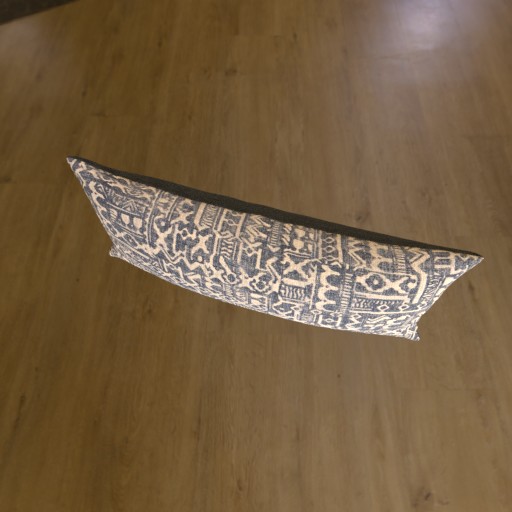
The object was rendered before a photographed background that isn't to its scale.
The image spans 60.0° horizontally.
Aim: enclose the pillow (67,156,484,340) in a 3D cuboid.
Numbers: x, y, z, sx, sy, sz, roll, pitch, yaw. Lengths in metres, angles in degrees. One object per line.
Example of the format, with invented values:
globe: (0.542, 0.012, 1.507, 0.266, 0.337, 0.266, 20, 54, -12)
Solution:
pillow: (0.000, 0.000, 0.742, 0.631, 0.292, 0.148, 15, 60, 9)
